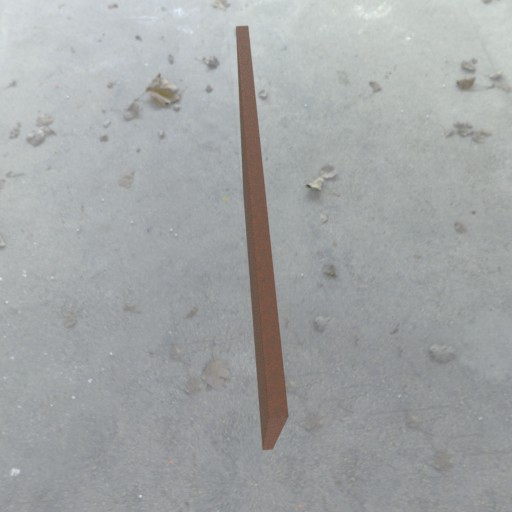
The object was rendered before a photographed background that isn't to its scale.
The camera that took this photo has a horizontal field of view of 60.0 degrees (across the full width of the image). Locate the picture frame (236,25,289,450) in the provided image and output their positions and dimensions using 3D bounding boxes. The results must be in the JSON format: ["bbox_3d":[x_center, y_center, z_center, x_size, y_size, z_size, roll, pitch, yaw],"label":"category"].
[{"bbox_3d":[0.000,0.000,1.731,0.045,1.018,1.329,-4,63,-2],"label":"picture frame"}]
